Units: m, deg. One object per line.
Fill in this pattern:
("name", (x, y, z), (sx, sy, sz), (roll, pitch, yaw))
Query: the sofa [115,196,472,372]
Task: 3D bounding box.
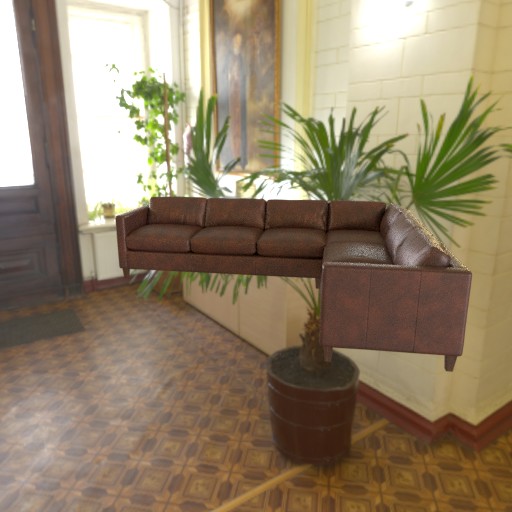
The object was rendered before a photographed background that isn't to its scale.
("sofa", (0.000, 0.000, 4.227), (3.152, 0.836, 2.438), (2, 15, 9))
